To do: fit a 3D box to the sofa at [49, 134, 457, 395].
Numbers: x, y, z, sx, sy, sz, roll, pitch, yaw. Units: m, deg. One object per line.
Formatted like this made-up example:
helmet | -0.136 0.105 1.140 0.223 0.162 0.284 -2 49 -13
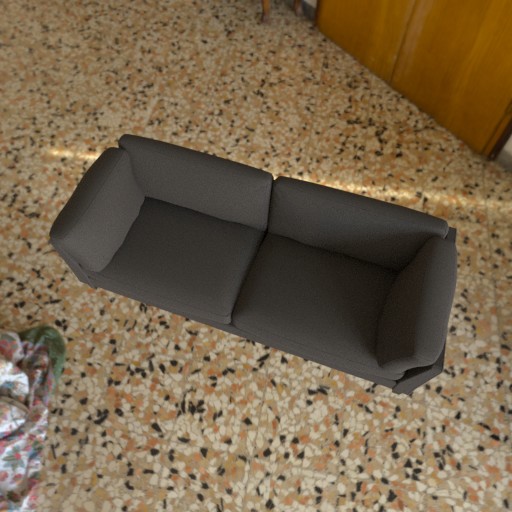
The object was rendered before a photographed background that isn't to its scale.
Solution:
sofa | 0.000 0.000 2.804 2.312 0.792 0.969 17 60 10
